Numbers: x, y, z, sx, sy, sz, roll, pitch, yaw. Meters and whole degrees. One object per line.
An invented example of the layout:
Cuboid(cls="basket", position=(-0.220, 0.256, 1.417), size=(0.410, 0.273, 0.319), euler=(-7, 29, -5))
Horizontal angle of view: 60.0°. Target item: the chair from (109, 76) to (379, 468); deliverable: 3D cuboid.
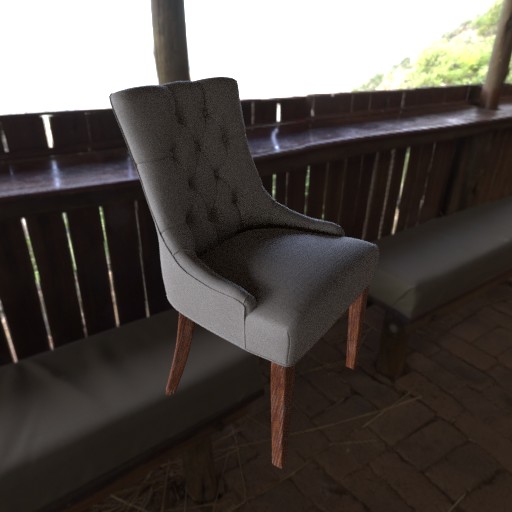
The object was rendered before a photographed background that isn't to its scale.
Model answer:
Cuboid(cls="chair", position=(0.000, 0.000, 1.220), size=(0.565, 0.874, 0.509), euler=(18, 32, 31))
